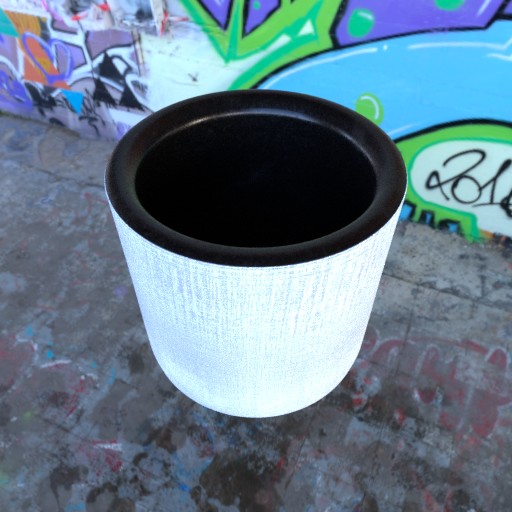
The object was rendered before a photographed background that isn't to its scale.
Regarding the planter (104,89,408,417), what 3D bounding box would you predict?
[{"bbox_3d":[0.000,0.000,0.290,0.160,0.156,0.160,0,47,0],"label":"planter"}]
